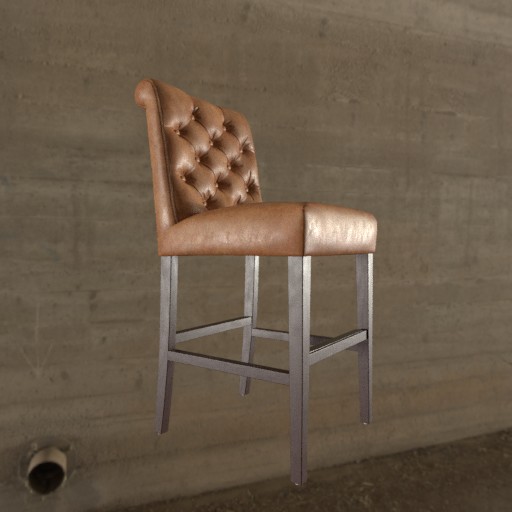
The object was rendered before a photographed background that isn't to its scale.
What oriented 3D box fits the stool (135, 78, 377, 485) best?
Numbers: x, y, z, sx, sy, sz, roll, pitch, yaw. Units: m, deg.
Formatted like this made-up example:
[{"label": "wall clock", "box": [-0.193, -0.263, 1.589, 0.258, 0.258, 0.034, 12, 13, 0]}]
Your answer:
[{"label": "stool", "box": [0.000, 0.000, 1.354, 0.601, 1.047, 0.493, 1, 2, 35]}]
